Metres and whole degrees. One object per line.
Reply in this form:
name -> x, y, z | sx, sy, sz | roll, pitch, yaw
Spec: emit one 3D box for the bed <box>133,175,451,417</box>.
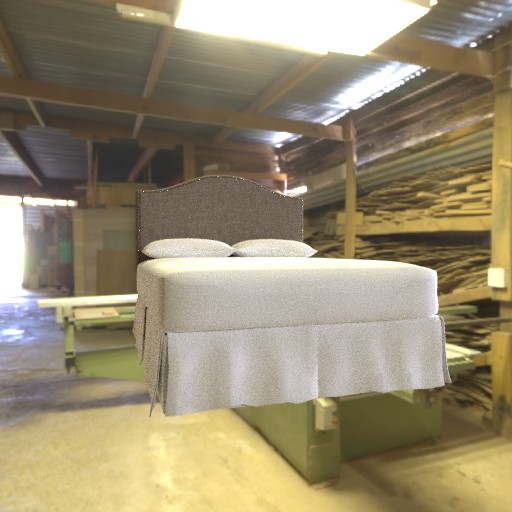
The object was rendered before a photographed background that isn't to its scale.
bed -> 0.000, 0.000, 3.279 | 1.713, 1.518, 2.153 | 0, 1, -18
